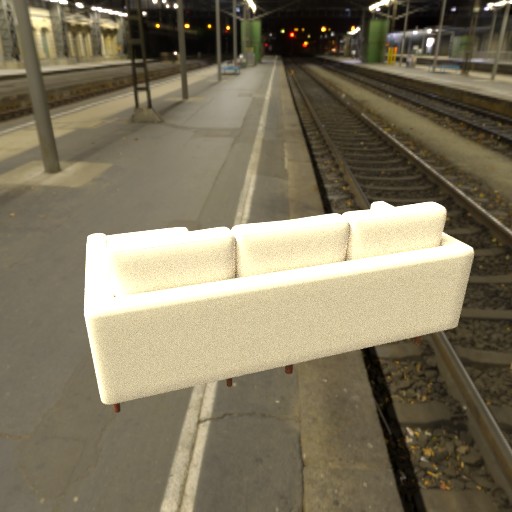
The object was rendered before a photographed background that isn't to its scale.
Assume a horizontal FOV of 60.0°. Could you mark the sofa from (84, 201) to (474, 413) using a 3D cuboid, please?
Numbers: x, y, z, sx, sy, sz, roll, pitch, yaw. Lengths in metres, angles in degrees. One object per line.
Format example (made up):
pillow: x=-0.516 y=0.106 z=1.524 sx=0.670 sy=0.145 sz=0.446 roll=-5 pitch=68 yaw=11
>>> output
sofa: x=0.000 y=0.000 z=2.890 sx=2.029 sy=0.899 sz=1.580 roll=-8 pitch=26 yaw=-17
